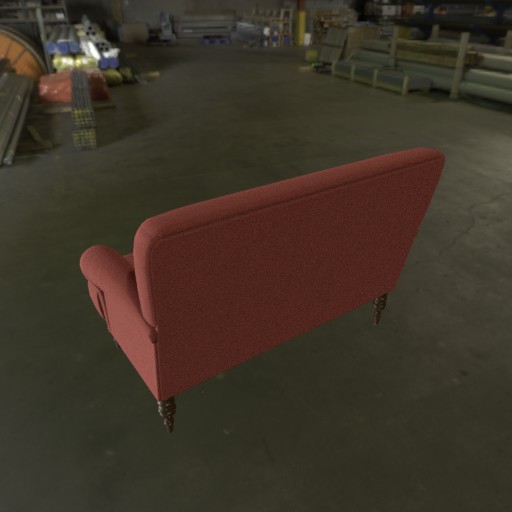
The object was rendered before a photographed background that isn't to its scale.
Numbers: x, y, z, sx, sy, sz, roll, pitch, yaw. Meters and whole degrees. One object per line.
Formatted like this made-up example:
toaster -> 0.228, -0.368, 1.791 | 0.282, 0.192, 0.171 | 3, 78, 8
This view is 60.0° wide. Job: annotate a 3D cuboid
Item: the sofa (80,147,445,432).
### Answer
sofa -> 0.000, 0.000, 1.821 | 1.297, 0.889, 0.779 | -19, 36, -29
